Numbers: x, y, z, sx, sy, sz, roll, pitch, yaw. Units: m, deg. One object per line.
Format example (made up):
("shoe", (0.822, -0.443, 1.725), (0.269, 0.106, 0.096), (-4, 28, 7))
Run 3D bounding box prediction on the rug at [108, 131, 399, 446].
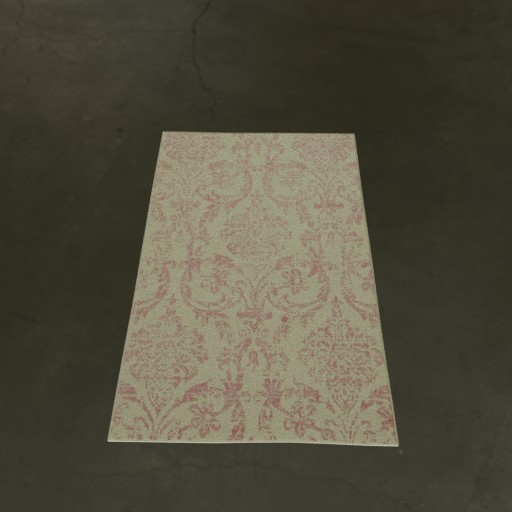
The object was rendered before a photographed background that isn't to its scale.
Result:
("rug", (0.000, 0.000, 2.331), (1.219, 0.012, 1.839), (1, 58, 0))
